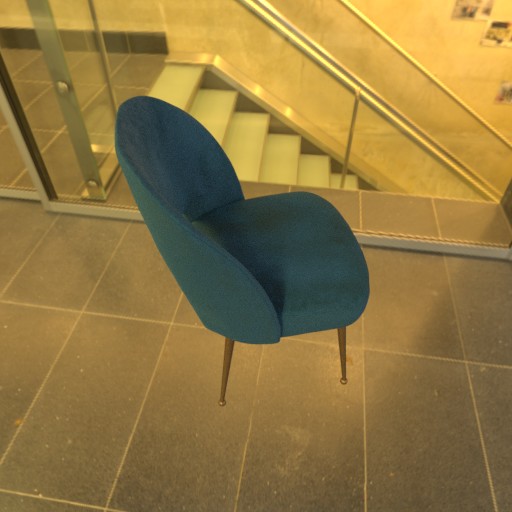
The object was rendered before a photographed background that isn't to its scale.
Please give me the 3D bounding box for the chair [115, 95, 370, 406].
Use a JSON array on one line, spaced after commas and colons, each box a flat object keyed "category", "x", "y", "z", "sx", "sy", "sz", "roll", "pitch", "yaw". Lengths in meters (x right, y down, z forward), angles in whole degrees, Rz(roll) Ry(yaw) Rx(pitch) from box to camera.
[{"category": "chair", "x": 0.000, "y": 0.000, "z": 1.227, "sx": 0.577, "sy": 0.860, "sz": 0.527, "roll": -8, "pitch": 46, "yaw": -8}]
